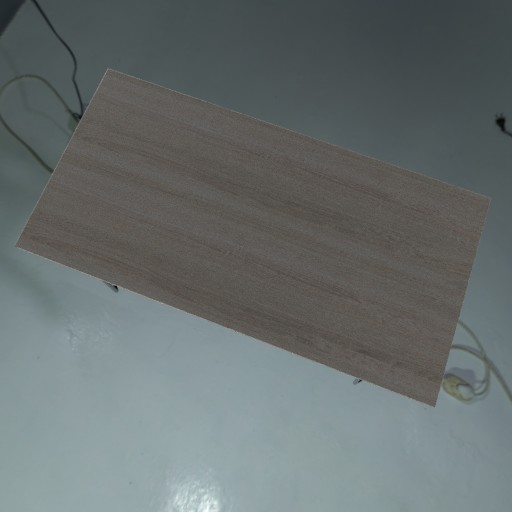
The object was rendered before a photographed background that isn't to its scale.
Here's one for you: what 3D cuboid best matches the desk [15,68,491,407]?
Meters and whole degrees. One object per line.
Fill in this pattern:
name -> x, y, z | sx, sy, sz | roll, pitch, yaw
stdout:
desk -> 0.000, 0.000, 1.347 | 0.991, 0.660, 0.499 | 20, 77, 5
